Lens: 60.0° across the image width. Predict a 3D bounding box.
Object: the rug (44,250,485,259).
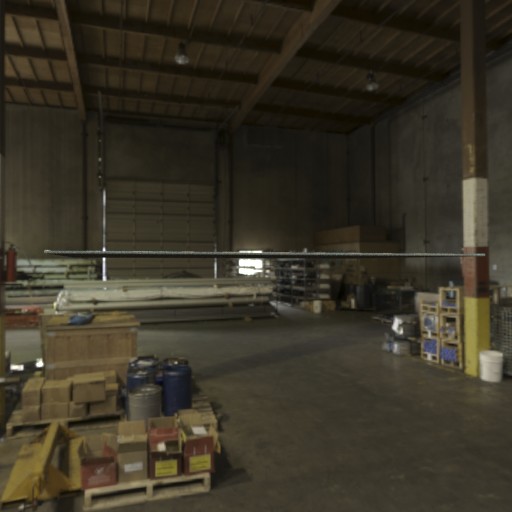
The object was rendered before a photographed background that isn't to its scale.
[{"bbox_3d":[0.000,0.000,3.031,2.438,0.015,1.518,0,-1,-18],"label":"rug"}]
